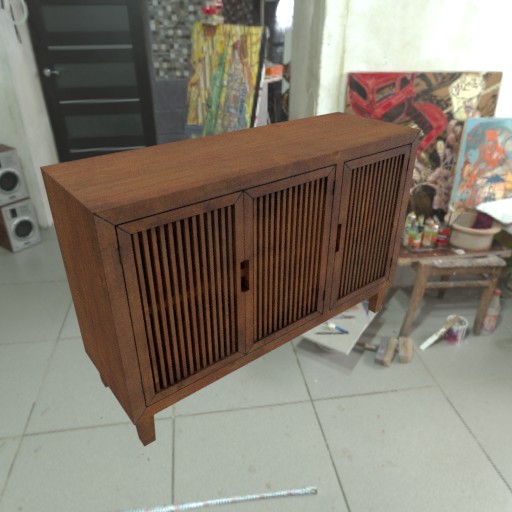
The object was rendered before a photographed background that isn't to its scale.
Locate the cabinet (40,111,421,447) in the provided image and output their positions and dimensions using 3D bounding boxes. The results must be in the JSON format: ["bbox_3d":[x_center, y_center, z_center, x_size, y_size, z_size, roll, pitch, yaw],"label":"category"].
[{"bbox_3d":[0.000,0.000,1.609,1.204,0.805,0.403,-21,36,-33],"label":"cabinet"}]
